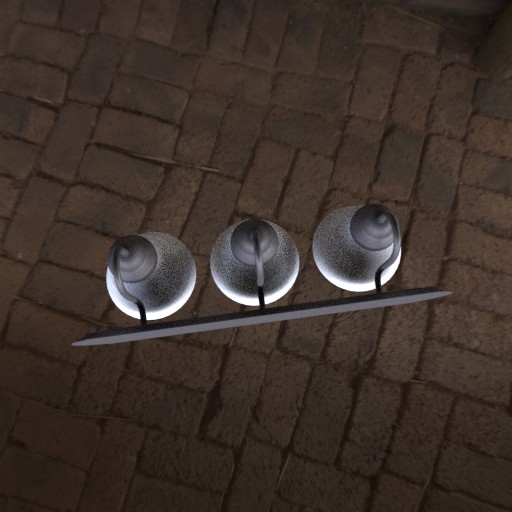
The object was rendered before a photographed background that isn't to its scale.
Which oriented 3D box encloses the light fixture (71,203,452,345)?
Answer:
[{"bbox_3d":[0.000,0.000,0.710,0.610,0.222,0.199,-7,76,-2],"label":"light fixture"}]
